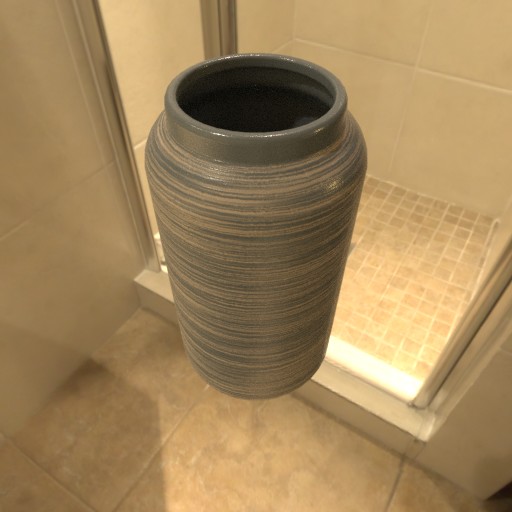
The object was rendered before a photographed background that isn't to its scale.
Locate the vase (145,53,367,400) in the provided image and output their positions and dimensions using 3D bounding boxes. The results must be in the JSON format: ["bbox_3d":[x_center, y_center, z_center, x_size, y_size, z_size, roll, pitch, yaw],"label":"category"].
[{"bbox_3d":[0.000,0.000,0.293,0.116,0.230,0.116,0,47,0],"label":"vase"}]
